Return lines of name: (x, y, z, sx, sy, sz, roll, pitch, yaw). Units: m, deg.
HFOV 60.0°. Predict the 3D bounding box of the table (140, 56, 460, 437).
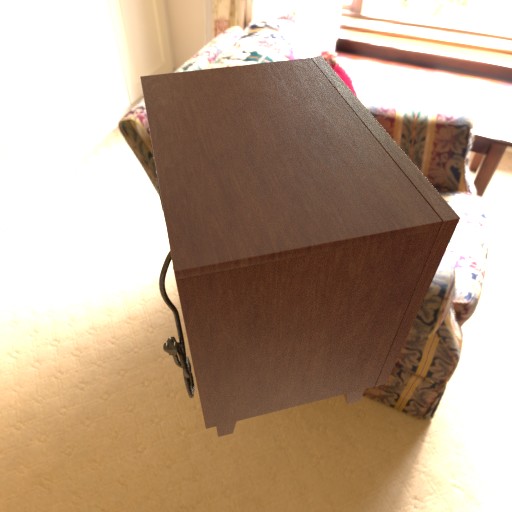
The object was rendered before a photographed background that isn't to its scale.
table: (0.000, 0.000, 0.988, 0.449, 0.609, 0.557, -11, 48, -10)
